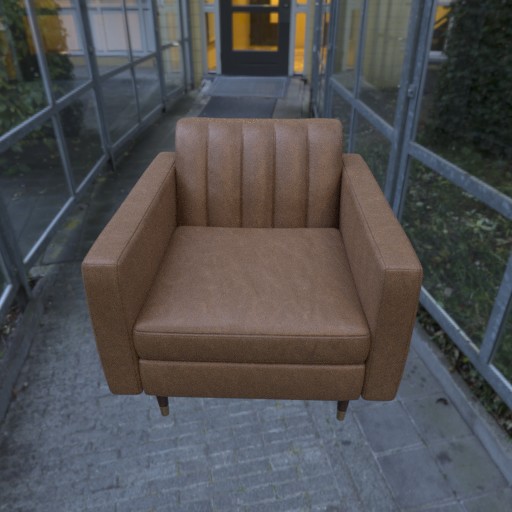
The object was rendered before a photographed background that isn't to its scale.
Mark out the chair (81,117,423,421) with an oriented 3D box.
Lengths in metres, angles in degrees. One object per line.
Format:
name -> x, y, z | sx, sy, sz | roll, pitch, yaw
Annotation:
chair -> 0.000, 0.000, 1.685 | 0.953, 0.819, 0.998 | 1, 31, 2
